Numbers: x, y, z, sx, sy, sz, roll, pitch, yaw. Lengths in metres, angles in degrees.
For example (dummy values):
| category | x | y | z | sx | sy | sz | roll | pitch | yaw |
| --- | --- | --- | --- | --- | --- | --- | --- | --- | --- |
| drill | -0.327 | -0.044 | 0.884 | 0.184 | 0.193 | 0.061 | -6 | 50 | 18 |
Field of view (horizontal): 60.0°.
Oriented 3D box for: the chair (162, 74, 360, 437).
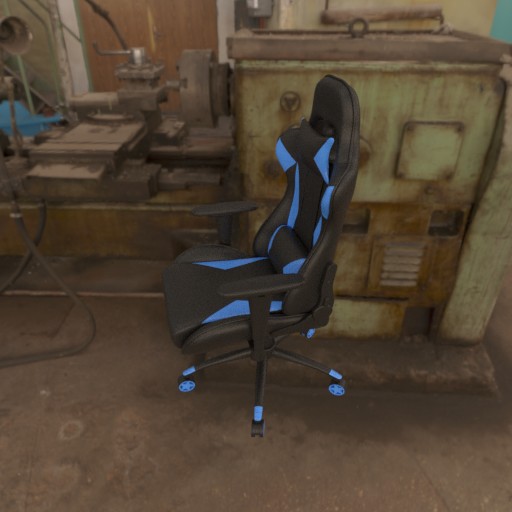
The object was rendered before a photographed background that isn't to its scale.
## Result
| category | x | y | z | sx | sy | sz | roll | pitch | yaw |
| --- | --- | --- | --- | --- | --- | --- | --- | --- | --- |
| chair | 0.000 | 0.000 | 1.716 | 0.730 | 1.282 | 0.695 | -8 | 32 | -13 |
